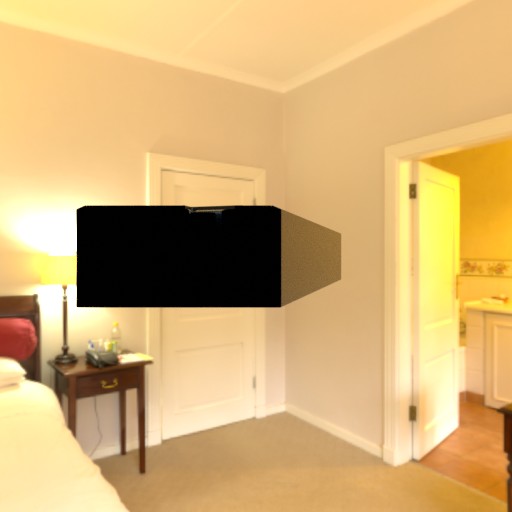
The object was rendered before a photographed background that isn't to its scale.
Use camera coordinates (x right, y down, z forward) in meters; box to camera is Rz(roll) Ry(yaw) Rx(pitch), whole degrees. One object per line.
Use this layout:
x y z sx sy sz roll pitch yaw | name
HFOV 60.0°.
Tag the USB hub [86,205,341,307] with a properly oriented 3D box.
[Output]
0.000 0.000 0.156 0.044 0.023 0.145 0 0 17 | USB hub
